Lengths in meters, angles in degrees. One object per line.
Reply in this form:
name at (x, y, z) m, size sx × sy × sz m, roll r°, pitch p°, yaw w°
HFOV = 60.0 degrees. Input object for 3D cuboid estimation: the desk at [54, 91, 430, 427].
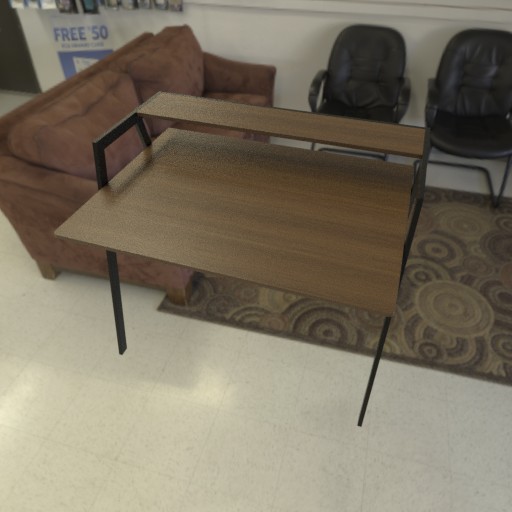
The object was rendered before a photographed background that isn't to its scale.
desk at (0.000, 0.000, 1.876) m, size 1.143 × 0.998 × 0.936 m, roll 12°, pitch 43°, yaw 14°
